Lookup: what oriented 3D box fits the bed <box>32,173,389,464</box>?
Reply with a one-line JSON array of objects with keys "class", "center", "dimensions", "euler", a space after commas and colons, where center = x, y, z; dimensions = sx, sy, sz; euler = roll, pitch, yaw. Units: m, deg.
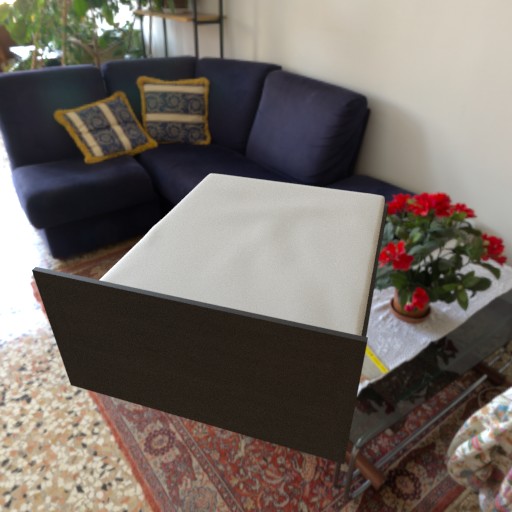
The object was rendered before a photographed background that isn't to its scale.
[{"class": "bed", "center": [0.000, 0.000, 2.963], "dimensions": [1.585, 0.823, 2.073], "euler": [10, 35, 15]}]
